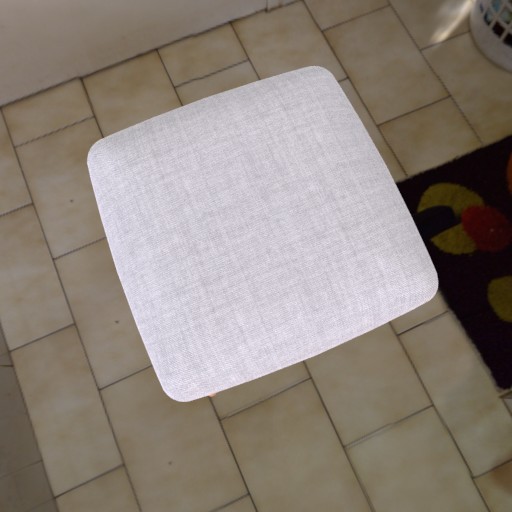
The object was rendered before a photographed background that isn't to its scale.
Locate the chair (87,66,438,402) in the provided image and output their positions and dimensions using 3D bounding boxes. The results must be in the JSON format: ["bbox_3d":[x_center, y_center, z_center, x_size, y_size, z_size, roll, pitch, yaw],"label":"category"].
[{"bbox_3d":[0.000,0.000,0.703,0.350,0.440,0.350,-21,76,-6],"label":"chair"}]
